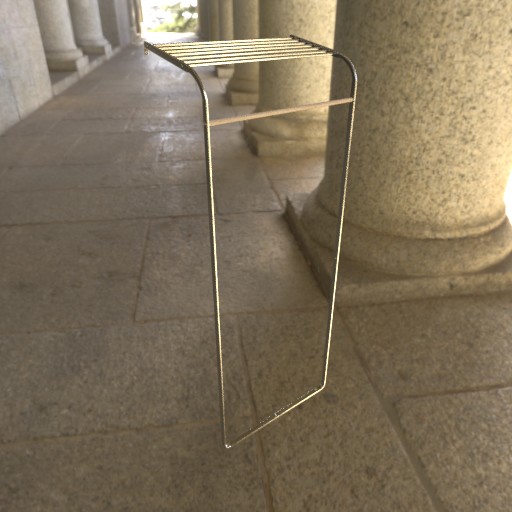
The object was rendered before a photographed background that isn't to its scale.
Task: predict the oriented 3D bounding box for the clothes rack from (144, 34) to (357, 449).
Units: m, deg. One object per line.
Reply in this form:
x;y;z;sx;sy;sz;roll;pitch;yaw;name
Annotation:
0.000;0.000;1.793;0.609;1.574;0.349;-21;36;-32;clothes rack
